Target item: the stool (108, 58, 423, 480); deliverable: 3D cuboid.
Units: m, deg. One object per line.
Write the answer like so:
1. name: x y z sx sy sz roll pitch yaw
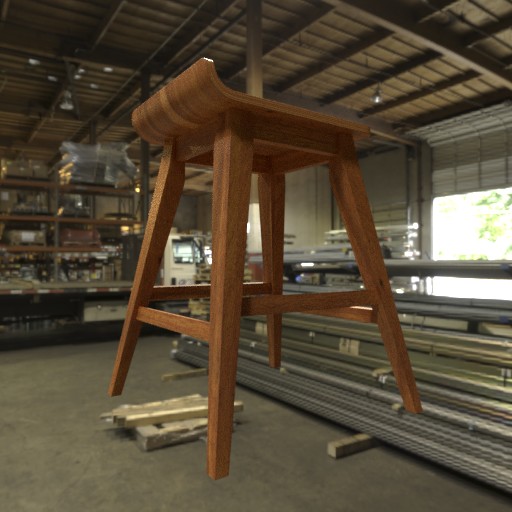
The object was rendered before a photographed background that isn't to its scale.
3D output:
1. stool: 0.000 0.000 0.987 0.500 0.650 0.500 0 -1 -35
